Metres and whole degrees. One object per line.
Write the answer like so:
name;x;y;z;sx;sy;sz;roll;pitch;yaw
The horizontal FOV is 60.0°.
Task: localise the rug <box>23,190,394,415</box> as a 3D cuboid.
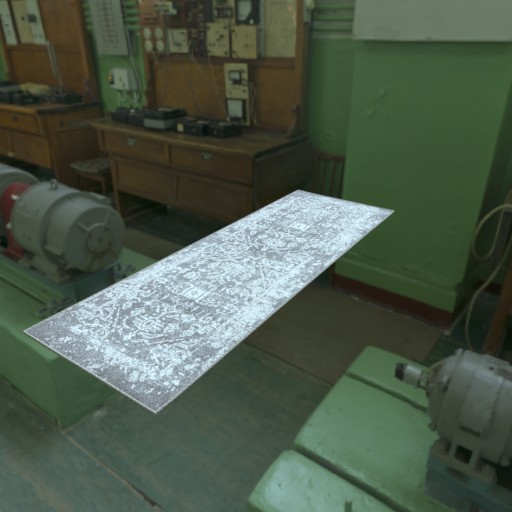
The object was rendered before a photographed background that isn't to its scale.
rug;0.000;0.000;2.669;0.855;0.017;2.452;18;32;31
